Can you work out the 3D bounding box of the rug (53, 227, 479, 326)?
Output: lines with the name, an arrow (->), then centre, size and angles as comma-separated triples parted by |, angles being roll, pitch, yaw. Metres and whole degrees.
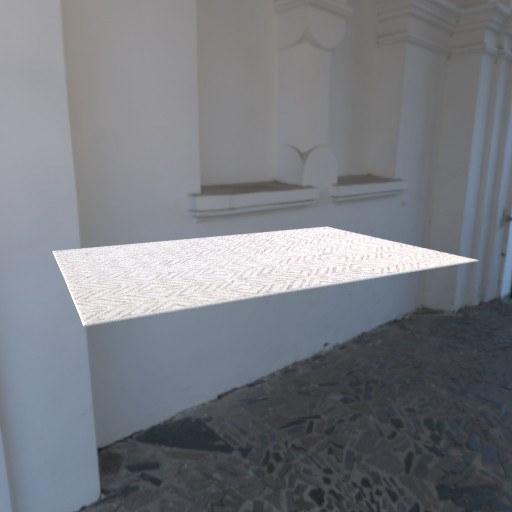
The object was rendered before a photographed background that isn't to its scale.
rug -> 0.000, 0.000, 2.279 | 1.828, 0.007, 1.220 | -7, 14, -27
